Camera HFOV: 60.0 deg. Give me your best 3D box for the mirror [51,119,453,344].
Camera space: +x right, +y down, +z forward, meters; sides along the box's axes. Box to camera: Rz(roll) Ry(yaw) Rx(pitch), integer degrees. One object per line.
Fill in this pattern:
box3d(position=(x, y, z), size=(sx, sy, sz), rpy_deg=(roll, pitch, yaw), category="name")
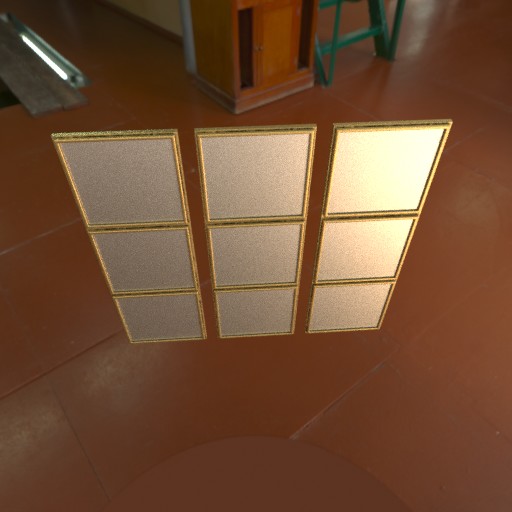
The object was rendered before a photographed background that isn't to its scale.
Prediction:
box3d(position=(0.000, 0.000, 1.447), size=(1.011, 0.926, 0.023), rpy_deg=(-3, 46, -3), category="mirror")
